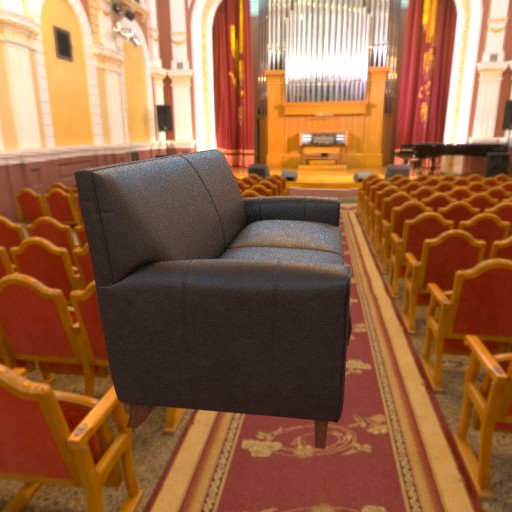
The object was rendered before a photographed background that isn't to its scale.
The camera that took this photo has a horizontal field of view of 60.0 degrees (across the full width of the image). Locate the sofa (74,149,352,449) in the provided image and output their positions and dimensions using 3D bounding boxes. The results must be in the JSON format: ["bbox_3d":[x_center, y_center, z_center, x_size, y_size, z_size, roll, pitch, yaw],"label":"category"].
[{"bbox_3d":[0.000,0.000,1.967,0.787,0.871,1.473,2,16,9],"label":"sofa"}]
